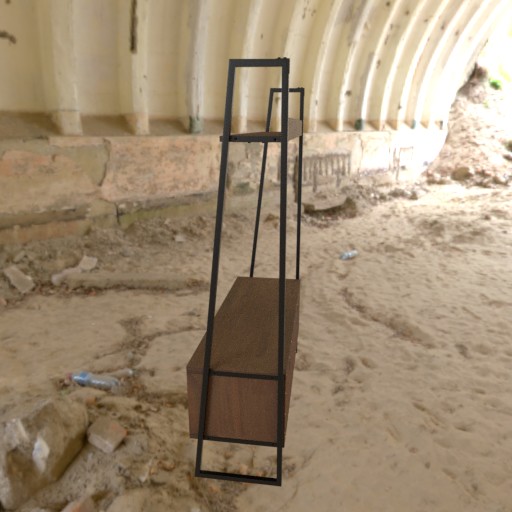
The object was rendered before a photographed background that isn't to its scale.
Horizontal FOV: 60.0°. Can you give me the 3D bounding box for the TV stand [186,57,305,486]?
[{"bbox_3d":[0.000,0.000,2.357,0.432,1.772,1.250,2,17,8],"label":"TV stand"}]
